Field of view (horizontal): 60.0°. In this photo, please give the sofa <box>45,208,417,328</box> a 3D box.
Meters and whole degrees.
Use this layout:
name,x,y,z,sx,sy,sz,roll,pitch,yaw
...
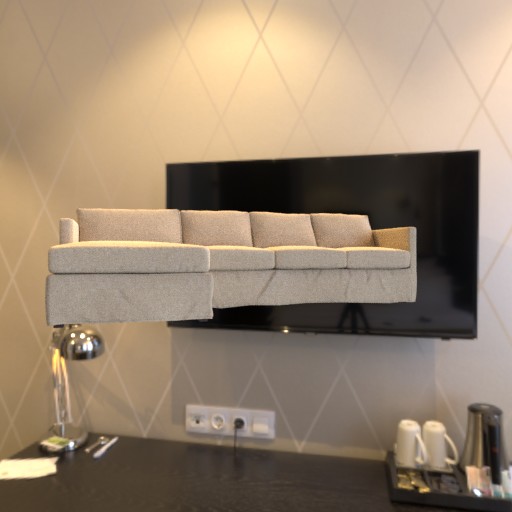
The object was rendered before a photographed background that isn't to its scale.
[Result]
name,x,y,z,sx,sy,sz,roll,pitch,yaw
sofa,0.000,0.000,3.873,3.205,0.922,1.650,0,0,-18
